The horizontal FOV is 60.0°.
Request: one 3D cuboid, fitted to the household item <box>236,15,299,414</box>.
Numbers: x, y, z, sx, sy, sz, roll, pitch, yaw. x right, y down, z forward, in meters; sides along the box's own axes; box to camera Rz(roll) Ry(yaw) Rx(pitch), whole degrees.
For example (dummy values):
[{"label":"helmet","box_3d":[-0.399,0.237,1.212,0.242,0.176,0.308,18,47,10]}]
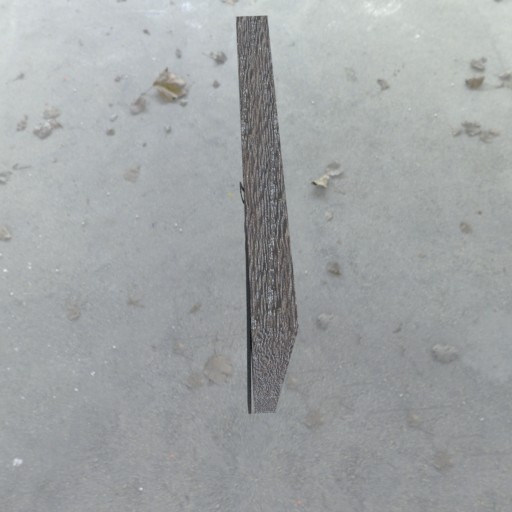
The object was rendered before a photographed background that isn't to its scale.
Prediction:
[{"label":"household item","box_3d":[0.000,0.000,0.277,0.020,0.210,0.160,-3,63,-1]}]
